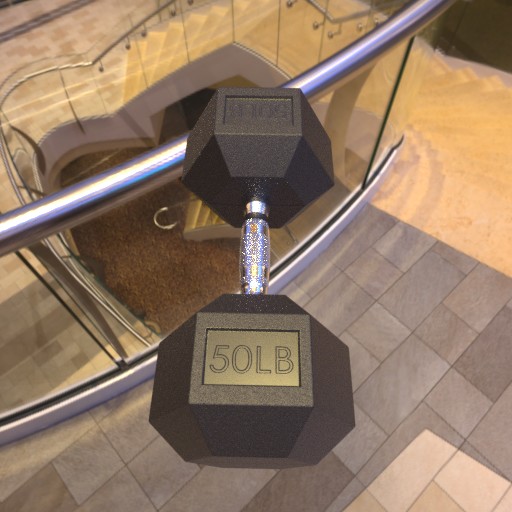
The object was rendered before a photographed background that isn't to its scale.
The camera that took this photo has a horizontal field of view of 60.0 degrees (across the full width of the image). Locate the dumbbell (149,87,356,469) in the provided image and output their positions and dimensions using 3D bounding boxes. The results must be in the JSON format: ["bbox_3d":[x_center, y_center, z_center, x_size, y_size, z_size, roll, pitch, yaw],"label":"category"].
[{"bbox_3d":[0.000,0.000,0.450,0.173,0.150,0.384,1,60,1],"label":"dumbbell"}]
